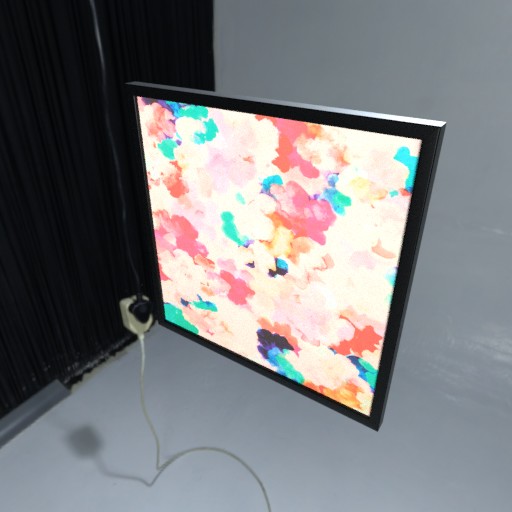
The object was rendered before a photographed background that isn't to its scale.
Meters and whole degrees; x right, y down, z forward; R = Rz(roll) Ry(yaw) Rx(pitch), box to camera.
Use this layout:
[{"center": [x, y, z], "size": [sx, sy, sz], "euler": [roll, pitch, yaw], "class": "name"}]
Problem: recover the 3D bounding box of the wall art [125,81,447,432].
[{"center": [0.000, 0.000, 1.112], "size": [0.756, 0.755, 0.036], "euler": [19, 35, 29], "class": "wall art"}]
